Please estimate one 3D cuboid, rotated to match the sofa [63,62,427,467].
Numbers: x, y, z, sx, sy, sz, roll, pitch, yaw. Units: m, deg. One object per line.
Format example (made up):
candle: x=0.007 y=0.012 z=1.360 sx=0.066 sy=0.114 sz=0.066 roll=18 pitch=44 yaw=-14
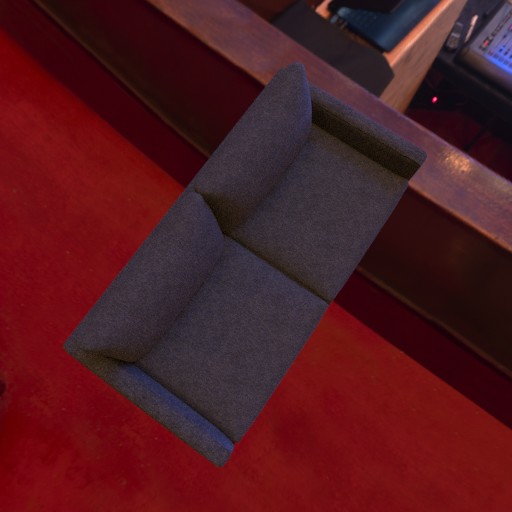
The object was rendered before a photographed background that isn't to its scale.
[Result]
sofa: x=0.000 y=0.000 z=2.180 sx=0.866 sy=0.862 sz=1.716 roll=34 pitch=79 yaw=8
